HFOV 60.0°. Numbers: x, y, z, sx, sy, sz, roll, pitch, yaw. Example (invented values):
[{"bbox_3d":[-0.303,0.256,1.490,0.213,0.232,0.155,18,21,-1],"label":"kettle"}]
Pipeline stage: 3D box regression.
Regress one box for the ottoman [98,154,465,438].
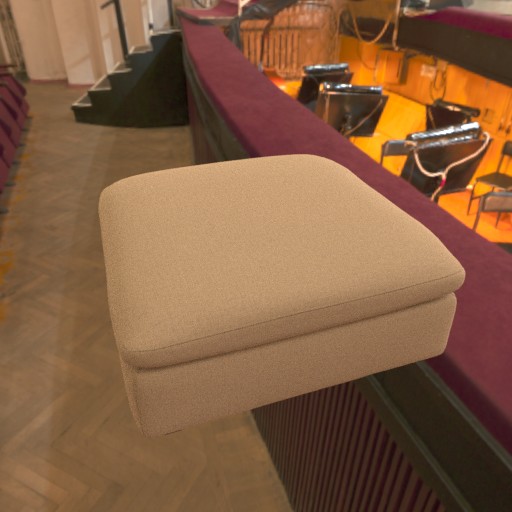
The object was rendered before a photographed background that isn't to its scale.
[{"bbox_3d":[0.000,0.000,1.553,0.996,0.467,0.977,-11,34,-16],"label":"ottoman"}]
